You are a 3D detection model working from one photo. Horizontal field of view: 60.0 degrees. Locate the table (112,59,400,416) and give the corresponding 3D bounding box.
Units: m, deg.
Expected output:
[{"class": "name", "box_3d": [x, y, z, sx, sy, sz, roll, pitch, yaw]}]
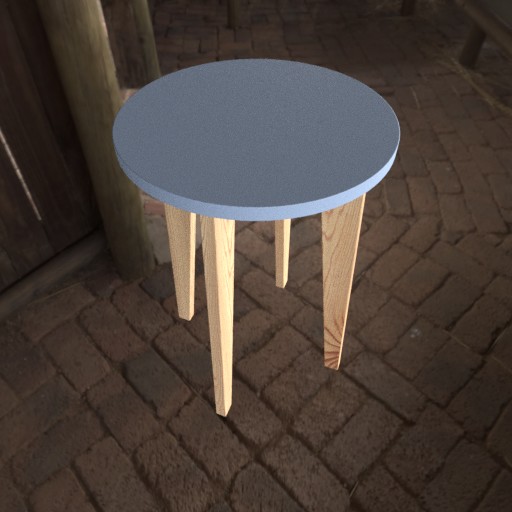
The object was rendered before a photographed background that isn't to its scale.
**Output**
[{"class": "table", "box_3d": [0.000, 0.000, 0.732, 0.350, 0.500, 0.350, 0, 46, 0]}]
